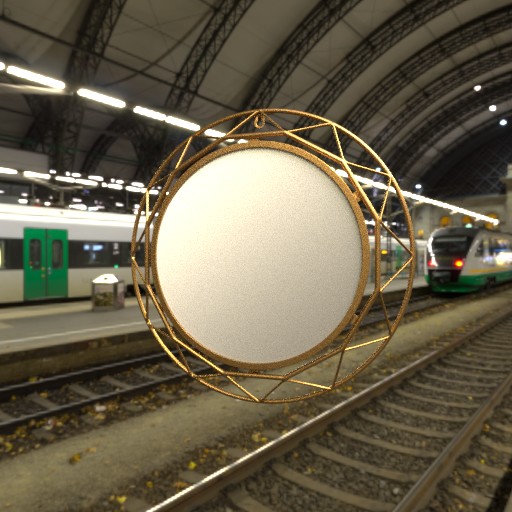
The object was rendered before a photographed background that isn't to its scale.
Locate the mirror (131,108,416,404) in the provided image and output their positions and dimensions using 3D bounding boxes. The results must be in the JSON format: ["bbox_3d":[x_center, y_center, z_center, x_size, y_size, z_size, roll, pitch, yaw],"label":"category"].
[{"bbox_3d":[0.000,0.000,0.667,0.454,0.454,0.043,0,0,17],"label":"mirror"}]
